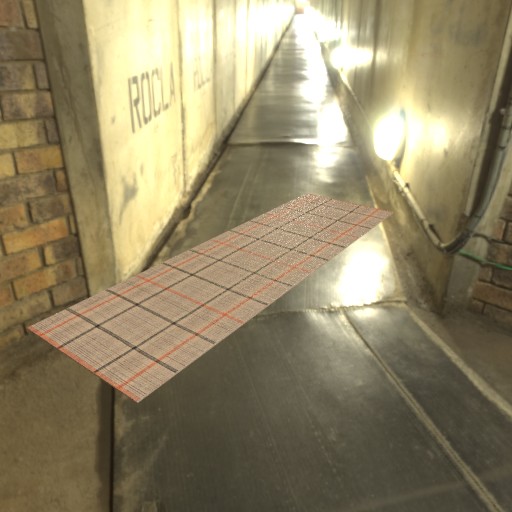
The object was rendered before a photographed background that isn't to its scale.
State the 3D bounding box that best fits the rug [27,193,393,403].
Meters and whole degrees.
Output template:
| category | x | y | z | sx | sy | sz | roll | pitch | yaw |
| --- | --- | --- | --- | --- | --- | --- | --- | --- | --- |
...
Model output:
| category | x | y | z | sx | sy | sz | roll | pitch | yaw |
| --- | --- | --- | --- | --- | --- | --- | --- | --- | --- |
| rug | 0.000 | 0.000 | 2.677 | 0.762 | 0.008 | 2.439 | 18 | 31 | 33 |
